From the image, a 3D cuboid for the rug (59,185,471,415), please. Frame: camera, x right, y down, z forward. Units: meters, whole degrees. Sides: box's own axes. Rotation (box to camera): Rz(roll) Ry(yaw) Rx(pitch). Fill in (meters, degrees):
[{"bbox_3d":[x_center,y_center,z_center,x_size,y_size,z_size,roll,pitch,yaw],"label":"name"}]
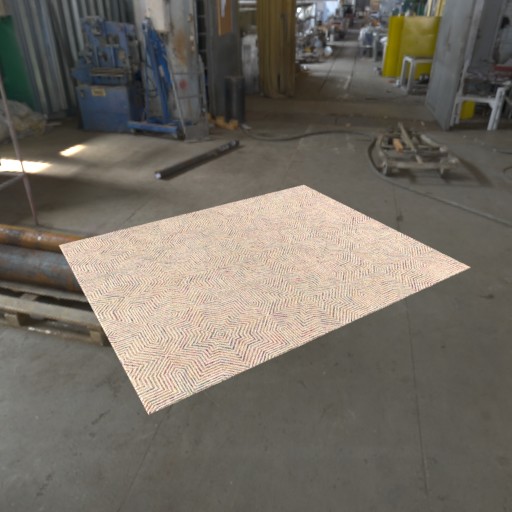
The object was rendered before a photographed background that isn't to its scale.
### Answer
[{"bbox_3d":[0.000,0.000,4.185,3.046,0.008,2.442,-18,35,-28],"label":"rug"}]
